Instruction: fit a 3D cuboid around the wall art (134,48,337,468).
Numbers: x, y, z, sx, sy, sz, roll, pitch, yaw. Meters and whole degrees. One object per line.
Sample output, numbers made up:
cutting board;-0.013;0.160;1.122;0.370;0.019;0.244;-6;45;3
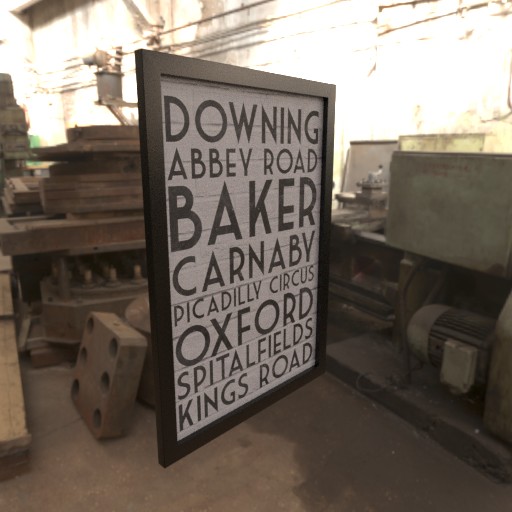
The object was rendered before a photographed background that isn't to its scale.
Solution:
wall art;0.000;0.000;0.840;0.019;0.656;0.462;13;18;43
